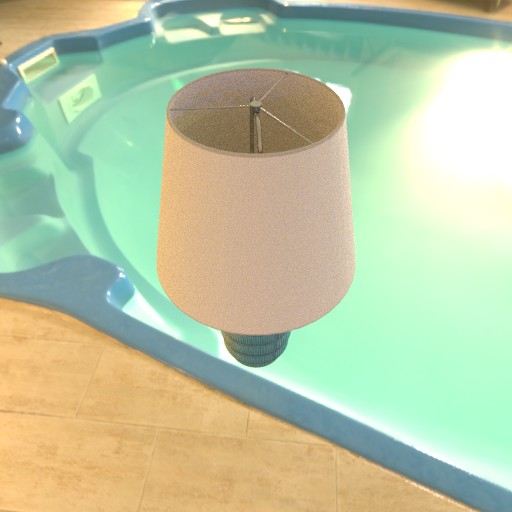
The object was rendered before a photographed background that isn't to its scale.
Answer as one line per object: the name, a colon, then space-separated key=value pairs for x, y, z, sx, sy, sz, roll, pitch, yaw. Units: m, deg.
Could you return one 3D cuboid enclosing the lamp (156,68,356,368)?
lamp: x=0.000 y=0.000 z=0.804 sx=0.355 sy=0.582 sz=0.355 roll=0 pitch=46 yaw=0
